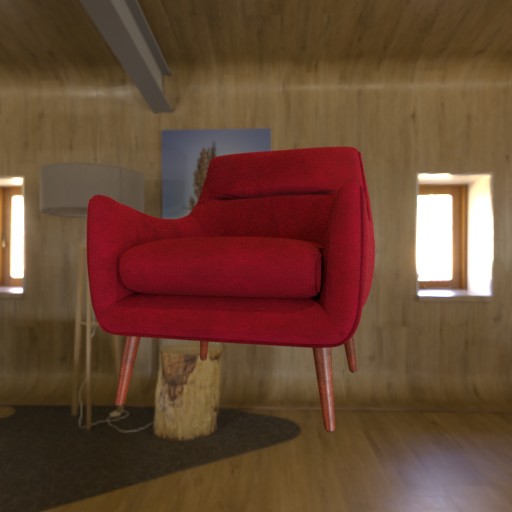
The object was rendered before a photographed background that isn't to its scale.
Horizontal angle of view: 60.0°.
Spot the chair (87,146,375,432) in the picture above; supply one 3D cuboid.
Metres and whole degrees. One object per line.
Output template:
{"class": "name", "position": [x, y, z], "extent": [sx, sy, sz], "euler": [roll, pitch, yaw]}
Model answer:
{"class": "chair", "position": [0.000, 0.000, 1.463], "extent": [0.762, 0.838, 0.787], "euler": [0, 0, 18]}
